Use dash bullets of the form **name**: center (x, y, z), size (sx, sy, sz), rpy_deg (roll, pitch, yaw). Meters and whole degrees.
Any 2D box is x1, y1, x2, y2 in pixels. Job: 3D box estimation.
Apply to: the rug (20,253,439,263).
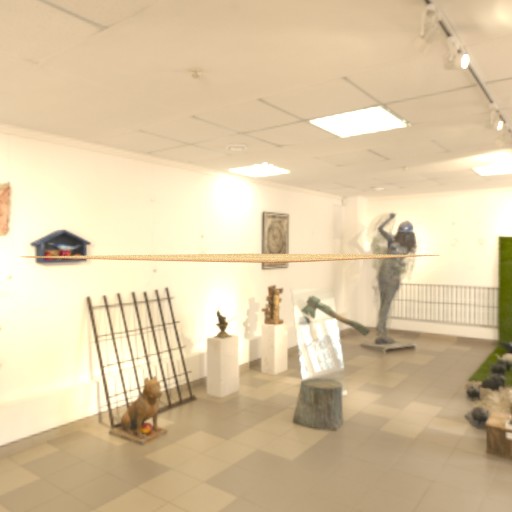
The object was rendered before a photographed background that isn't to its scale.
- **rug**: center (0.000, 0.000, 4.027), size (2.436, 0.011, 3.045), rpy_deg (1, 1, 36)
